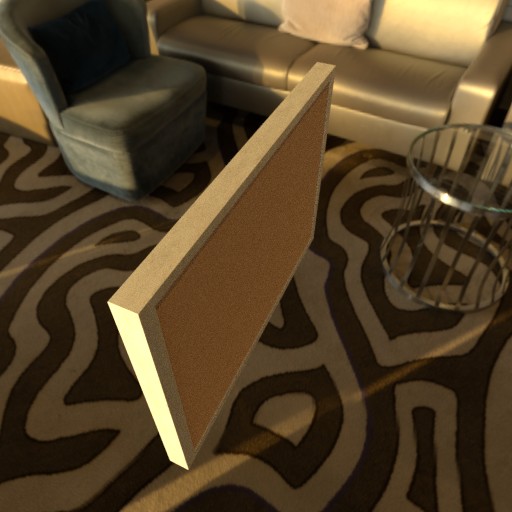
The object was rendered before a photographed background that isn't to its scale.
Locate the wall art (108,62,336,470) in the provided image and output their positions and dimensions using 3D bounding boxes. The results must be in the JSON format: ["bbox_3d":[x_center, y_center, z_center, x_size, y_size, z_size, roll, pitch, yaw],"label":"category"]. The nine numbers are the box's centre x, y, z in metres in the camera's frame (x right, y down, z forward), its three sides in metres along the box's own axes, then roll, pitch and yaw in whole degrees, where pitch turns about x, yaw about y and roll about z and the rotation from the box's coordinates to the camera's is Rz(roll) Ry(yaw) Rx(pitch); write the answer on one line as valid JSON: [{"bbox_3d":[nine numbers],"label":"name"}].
[{"bbox_3d":[0.000,0.000,0.677,0.032,0.380,0.532,19,49,17],"label":"wall art"}]
